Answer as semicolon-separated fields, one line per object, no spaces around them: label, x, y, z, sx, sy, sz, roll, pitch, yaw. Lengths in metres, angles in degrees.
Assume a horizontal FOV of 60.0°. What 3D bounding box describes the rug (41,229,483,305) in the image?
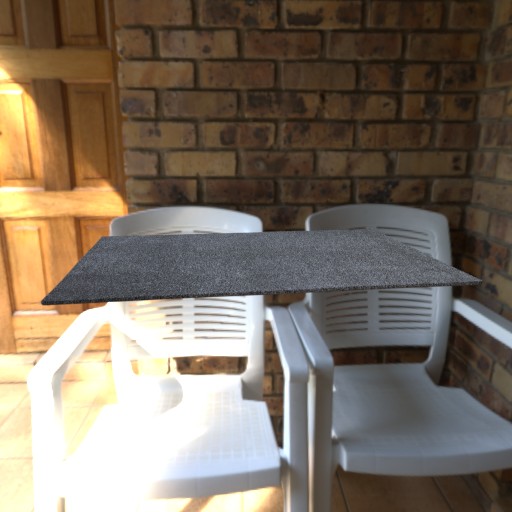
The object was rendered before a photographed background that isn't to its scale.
rug;0.000;0.000;3.530;2.699;0.026;1.802;-2;14;-8
